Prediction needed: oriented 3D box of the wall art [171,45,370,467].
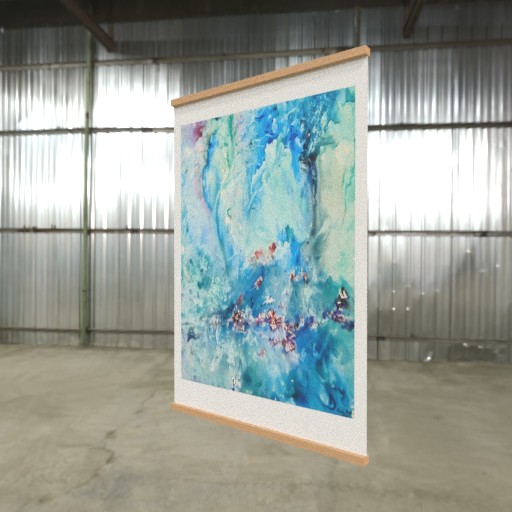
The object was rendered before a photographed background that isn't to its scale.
[{"bbox_3d":[0.000,0.000,0.766,0.401,0.611,0.016,0,1,36],"label":"wall art"}]
